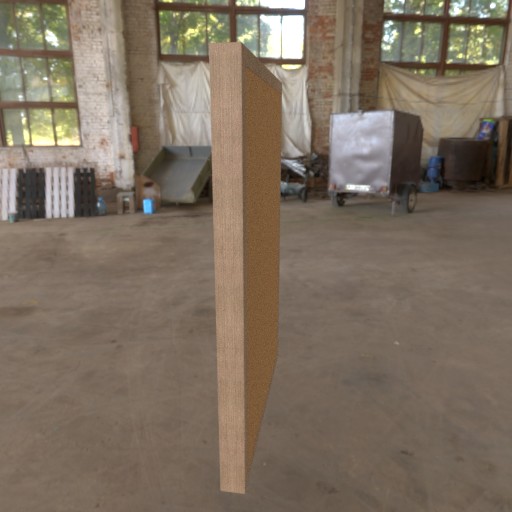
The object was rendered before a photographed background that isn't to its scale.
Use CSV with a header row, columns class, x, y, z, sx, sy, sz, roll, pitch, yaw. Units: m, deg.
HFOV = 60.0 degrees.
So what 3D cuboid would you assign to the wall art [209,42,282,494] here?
class,x,y,z,sx,sy,sz,roll,pitch,yaw
wall art,0.000,0.000,0.648,0.031,0.509,0.356,3,16,9
